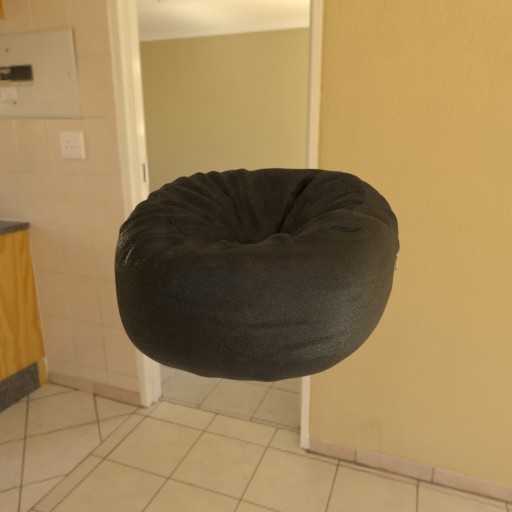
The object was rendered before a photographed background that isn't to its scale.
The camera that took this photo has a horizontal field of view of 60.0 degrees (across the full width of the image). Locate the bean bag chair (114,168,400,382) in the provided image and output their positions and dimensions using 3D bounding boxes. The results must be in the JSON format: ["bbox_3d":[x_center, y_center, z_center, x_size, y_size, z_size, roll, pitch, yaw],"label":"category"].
[{"bbox_3d":[0.000,0.000,2.428,1.524,0.878,1.524,3,16,11],"label":"bean bag chair"}]
